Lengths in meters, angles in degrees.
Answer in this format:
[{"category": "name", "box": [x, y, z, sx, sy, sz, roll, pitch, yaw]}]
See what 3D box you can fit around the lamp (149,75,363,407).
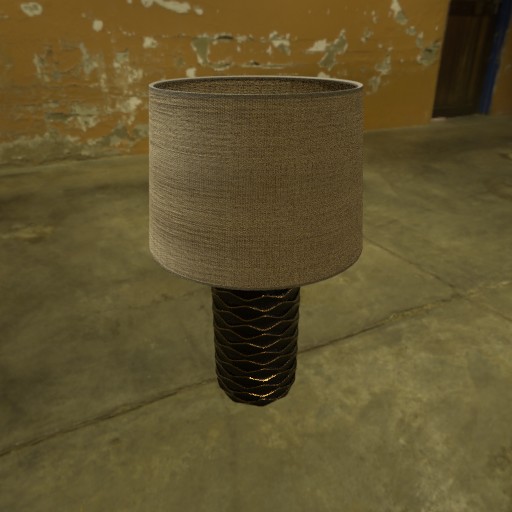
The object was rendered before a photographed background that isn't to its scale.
[{"category": "lamp", "box": [0.000, 0.000, 0.815, 0.376, 0.594, 0.376, 0, 26, 0]}]
